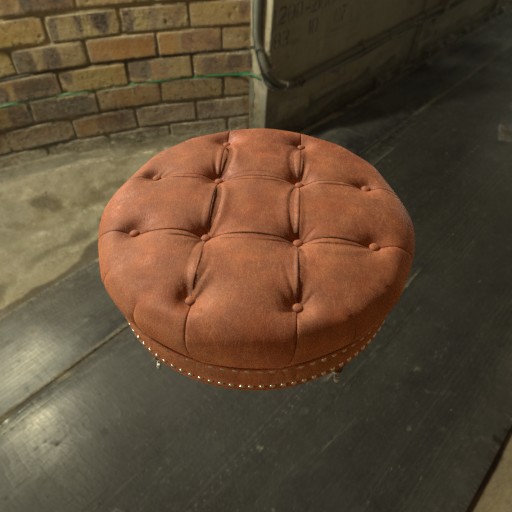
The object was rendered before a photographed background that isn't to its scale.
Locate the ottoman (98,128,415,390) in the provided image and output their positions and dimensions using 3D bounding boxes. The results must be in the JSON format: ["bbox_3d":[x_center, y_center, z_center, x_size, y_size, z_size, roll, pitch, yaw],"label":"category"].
[{"bbox_3d":[0.000,0.000,1.372,0.901,0.444,0.901,0,46,0],"label":"ottoman"}]
